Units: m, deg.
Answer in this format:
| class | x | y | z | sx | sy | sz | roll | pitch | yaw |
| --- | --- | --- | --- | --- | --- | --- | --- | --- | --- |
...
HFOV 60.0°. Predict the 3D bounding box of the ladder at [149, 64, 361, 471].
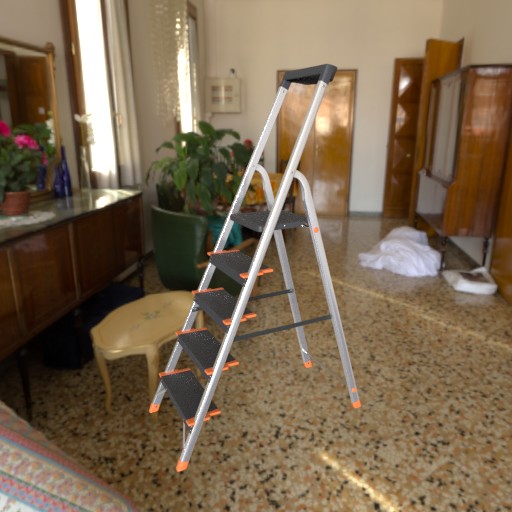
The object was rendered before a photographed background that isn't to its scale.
| class | x | y | z | sx | sy | sz | roll | pitch | yaw |
| --- | --- | --- | --- | --- | --- | --- | --- | --- | --- |
| ladder | 0.000 | 0.000 | 2.063 | 0.995 | 1.646 | 0.480 | -8 | 18 | -26 |
